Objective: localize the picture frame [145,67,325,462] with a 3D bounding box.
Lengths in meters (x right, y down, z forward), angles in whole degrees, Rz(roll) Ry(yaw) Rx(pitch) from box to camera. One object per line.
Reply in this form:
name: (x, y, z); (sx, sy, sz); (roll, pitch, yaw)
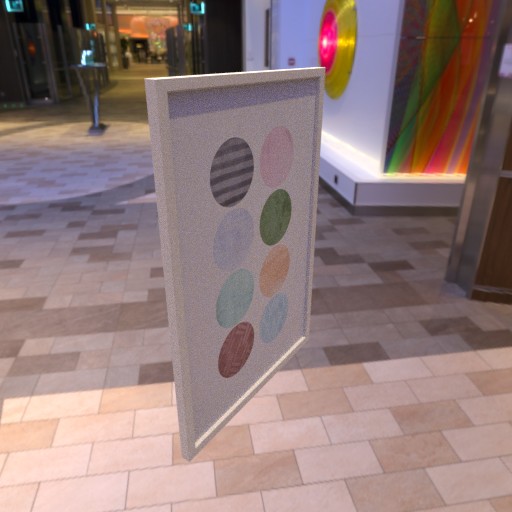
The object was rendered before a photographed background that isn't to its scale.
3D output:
picture frame: (0.000, 0.000, 0.565); (0.013, 0.434, 0.305); (16, 30, 31)
